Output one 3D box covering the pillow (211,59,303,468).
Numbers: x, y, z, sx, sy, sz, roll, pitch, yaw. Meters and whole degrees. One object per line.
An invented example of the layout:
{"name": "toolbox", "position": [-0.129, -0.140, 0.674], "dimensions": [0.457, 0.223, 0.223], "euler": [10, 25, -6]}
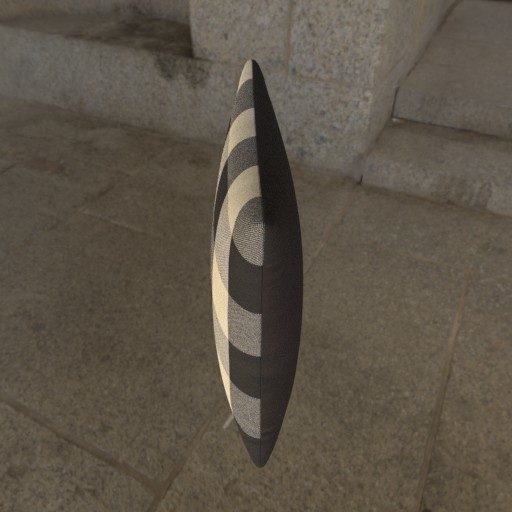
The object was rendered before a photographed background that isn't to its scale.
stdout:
{"name": "pillow", "position": [0.000, 0.000, 0.773], "dimensions": [0.161, 0.509, 0.511], "euler": [-1, 40, -1]}
